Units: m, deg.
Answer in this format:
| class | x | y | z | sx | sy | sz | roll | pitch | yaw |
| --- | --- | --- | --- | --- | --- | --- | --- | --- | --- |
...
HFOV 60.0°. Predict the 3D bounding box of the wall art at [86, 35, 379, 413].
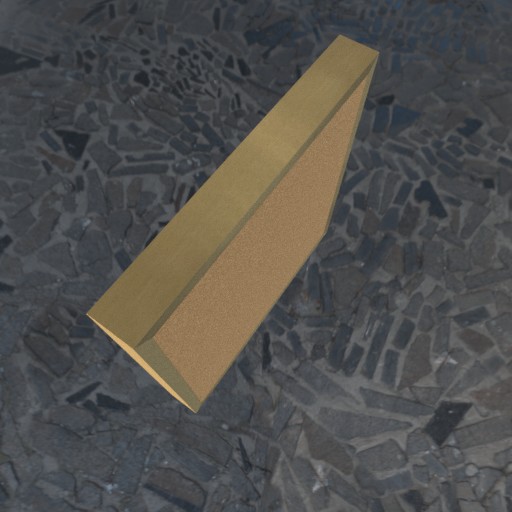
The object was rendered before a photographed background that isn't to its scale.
| class | x | y | z | sx | sy | sz | roll | pitch | yaw |
| --- | --- | --- | --- | --- | --- | --- | --- | --- | --- |
| wall art | 0.000 | 0.000 | 0.455 | 0.038 | 0.305 | 0.304 | 32 | 68 | 15 |
